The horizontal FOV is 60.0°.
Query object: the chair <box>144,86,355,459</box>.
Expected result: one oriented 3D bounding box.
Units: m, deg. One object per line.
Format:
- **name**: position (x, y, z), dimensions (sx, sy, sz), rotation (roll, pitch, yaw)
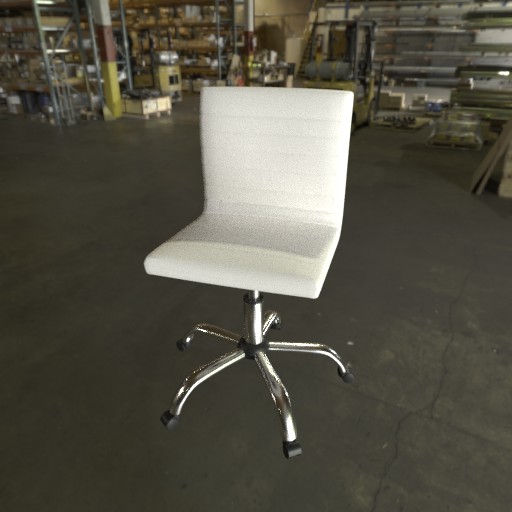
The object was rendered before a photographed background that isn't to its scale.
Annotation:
- **chair**: position (0.000, 0.000, 1.128), dimensions (0.556, 0.780, 0.530), rotation (7, 27, 15)
